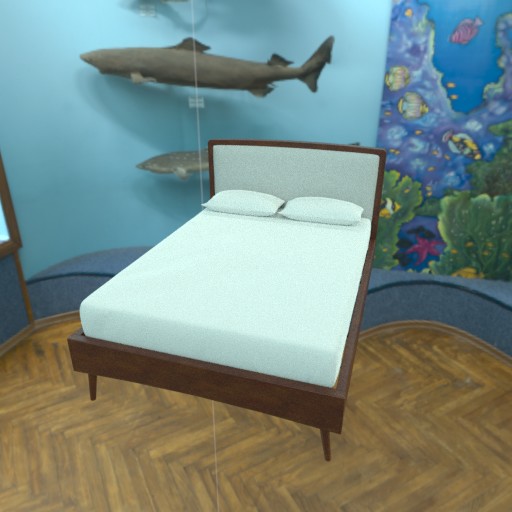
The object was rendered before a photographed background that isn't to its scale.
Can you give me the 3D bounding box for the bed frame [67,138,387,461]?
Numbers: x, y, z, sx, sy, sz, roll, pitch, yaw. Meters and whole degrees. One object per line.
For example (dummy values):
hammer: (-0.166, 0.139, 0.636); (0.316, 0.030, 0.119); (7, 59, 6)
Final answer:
bed frame: (0.000, 0.000, 3.203); (1.587, 1.279, 2.171); (8, 26, 16)
